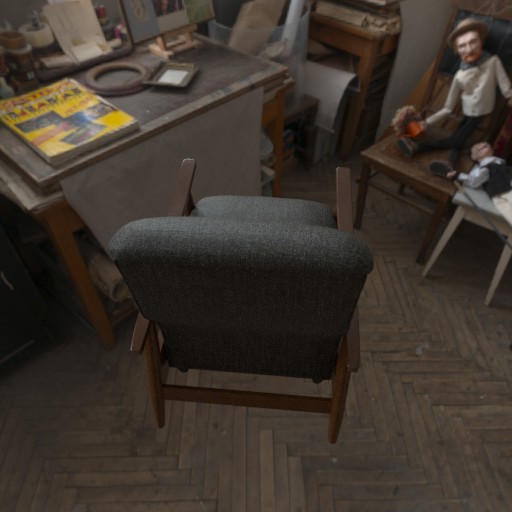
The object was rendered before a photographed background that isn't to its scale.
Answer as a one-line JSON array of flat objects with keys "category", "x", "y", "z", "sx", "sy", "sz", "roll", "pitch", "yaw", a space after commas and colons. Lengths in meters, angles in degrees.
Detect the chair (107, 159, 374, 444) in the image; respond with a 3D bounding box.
[{"category": "chair", "x": 0.000, "y": 0.000, "z": 1.733, "sx": 0.762, "sy": 1.082, "sz": 1.014, "roll": 4, "pitch": 46, "yaw": 4}]
